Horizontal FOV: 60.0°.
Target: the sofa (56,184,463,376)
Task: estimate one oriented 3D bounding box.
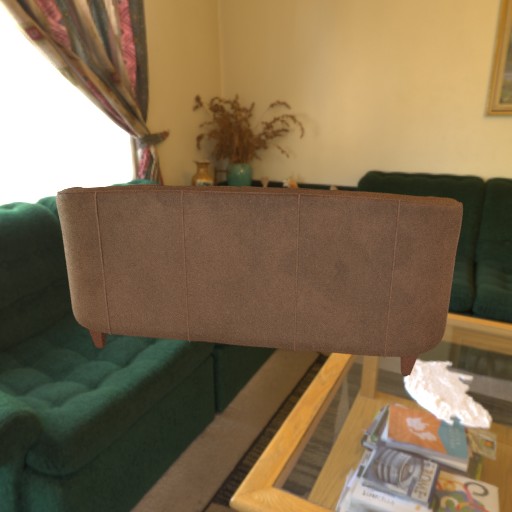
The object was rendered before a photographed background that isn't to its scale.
[{"bbox_3d":[0.000,0.000,2.227,1.767,0.799,0.917,3,17,9],"label":"sofa"}]
